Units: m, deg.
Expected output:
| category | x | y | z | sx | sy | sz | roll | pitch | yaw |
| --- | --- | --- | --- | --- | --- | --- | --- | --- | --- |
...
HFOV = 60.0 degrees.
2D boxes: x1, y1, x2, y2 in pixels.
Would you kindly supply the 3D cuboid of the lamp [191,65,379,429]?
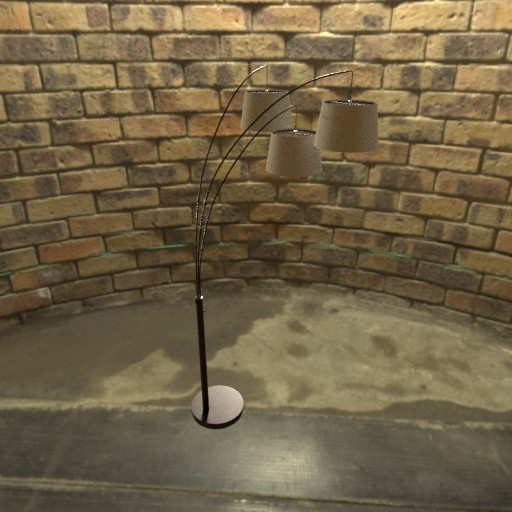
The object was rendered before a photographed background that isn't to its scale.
| category | x | y | z | sx | sy | sz | roll | pitch | yaw |
| --- | --- | --- | --- | --- | --- | --- | --- | --- | --- |
| lamp | 0.000 | 0.000 | 2.508 | 0.924 | 1.950 | 0.951 | -16 | 30 | -31 |
